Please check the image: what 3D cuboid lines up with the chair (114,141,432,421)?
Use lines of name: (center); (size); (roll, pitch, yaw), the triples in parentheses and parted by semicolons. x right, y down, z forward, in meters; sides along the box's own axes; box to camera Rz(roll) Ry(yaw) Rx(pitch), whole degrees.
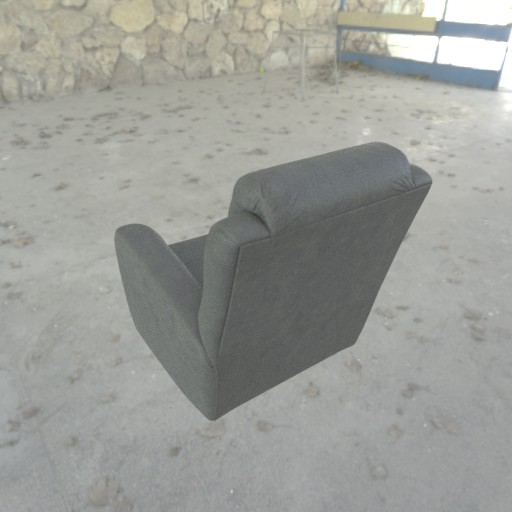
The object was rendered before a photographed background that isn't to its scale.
chair: (0.000, 0.000, 1.968); (0.967, 1.116, 1.068); (-19, 36, -30)
